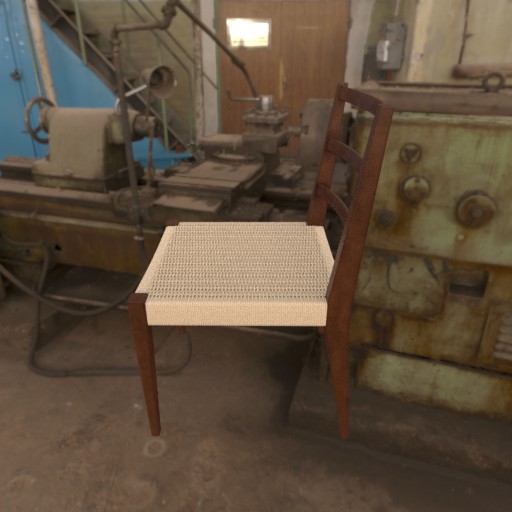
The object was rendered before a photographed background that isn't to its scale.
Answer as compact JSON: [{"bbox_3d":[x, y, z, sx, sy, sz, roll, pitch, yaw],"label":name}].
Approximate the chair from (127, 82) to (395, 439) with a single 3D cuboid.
[{"bbox_3d":[0.000,0.000,1.162,0.551,0.813,0.480,0,26,0],"label":"chair"}]
